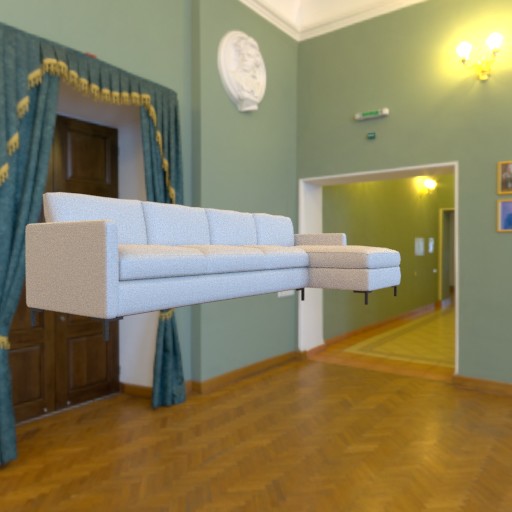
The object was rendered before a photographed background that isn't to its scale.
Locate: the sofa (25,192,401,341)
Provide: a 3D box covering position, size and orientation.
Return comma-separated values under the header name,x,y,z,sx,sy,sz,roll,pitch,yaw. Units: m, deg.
name,x,y,z,sx,sy,sz,roll,pitch,yaw
sofa,0.000,0.000,3.189,1.258,0.755,2.731,1,1,36
